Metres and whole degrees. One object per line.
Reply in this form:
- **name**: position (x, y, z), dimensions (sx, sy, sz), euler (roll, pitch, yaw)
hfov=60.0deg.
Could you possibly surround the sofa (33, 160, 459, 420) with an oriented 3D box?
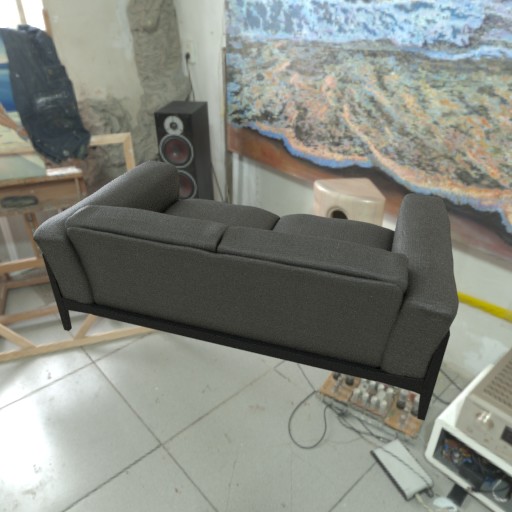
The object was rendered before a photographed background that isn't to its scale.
- **sofa**: position (0.000, 0.000, 2.121), dimensions (1.690, 0.656, 0.960), euler (10, 33, 16)
